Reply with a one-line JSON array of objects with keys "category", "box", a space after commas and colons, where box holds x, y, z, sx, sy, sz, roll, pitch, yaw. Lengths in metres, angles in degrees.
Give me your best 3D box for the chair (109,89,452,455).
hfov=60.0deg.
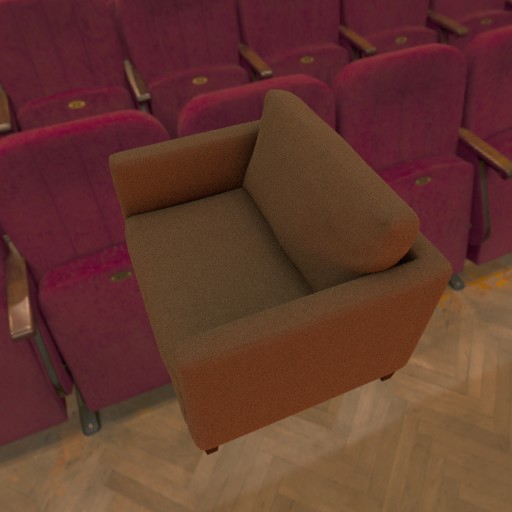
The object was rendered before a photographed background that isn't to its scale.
[{"category": "chair", "box": [0.000, 0.000, 1.824, 0.959, 0.963, 1.107, -17, 50, -15]}]
